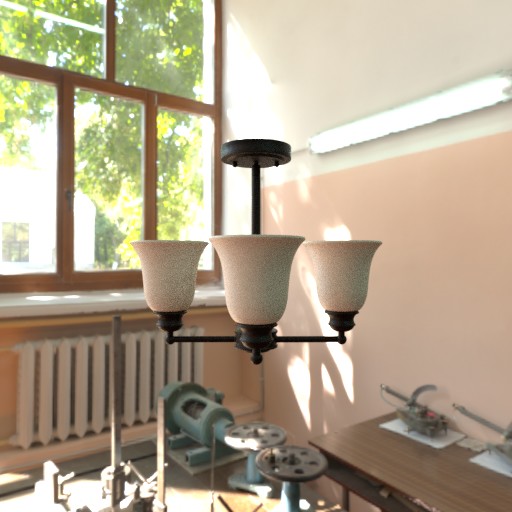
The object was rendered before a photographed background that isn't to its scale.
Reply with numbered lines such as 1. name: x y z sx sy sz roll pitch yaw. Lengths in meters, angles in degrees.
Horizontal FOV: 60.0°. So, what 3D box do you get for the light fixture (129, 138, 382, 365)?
1. light fixture: 0.000 0.000 1.893 1.069 0.925 1.069 0 -1 0
